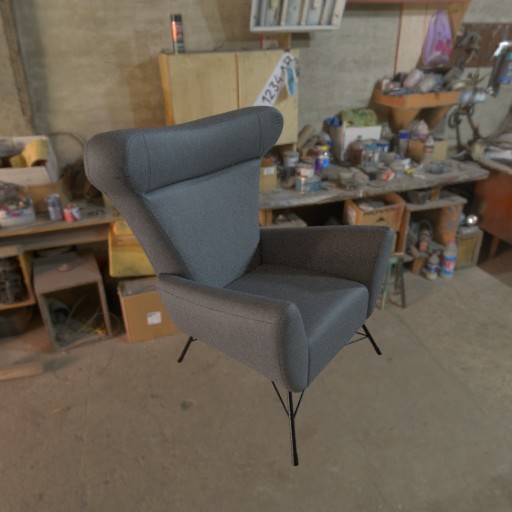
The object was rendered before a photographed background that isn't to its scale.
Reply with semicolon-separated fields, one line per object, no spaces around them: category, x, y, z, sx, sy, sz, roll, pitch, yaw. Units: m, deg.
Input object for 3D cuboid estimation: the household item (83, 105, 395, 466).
household item;0.000;0.000;1.798;0.900;1.050;0.980;18;31;32
